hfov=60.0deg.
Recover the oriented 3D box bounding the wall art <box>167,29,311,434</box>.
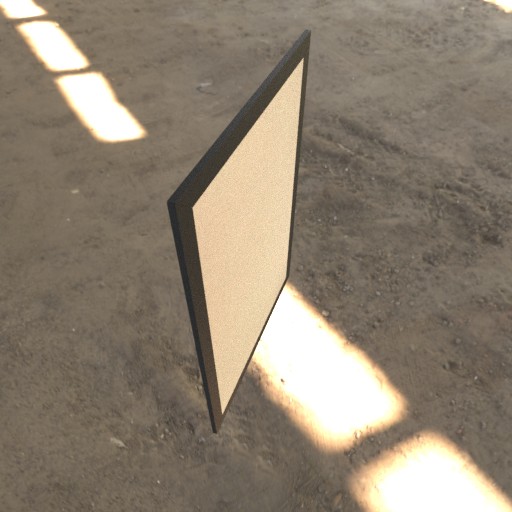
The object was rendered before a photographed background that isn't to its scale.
[{"bbox_3d":[0.000,0.000,0.684,0.008,0.530,0.379,17,51,14],"label":"wall art"}]
